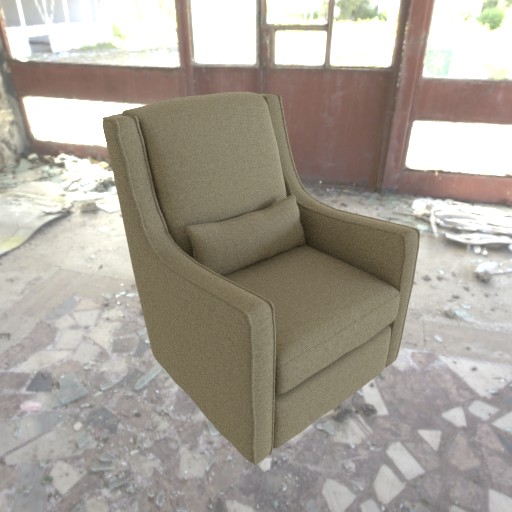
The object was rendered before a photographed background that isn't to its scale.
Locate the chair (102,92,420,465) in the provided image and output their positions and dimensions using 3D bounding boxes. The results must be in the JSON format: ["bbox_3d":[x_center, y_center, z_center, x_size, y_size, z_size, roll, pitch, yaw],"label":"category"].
[{"bbox_3d":[0.000,0.000,1.581,0.732,0.993,0.879,-22,37,-34],"label":"chair"}]
